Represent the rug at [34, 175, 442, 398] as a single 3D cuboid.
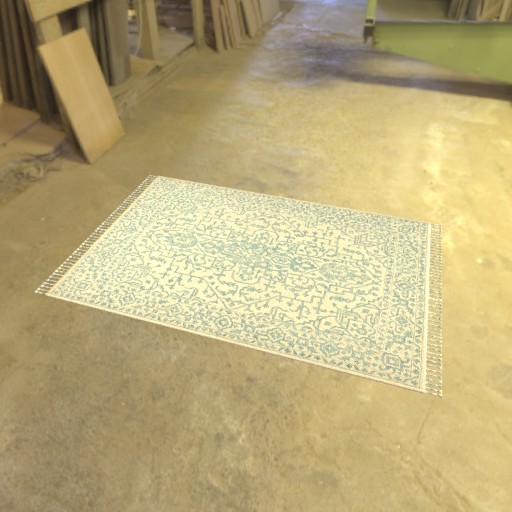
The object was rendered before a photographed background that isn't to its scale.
[{"bbox_3d":[0.000,0.000,3.052,2.438,0.010,1.524,12,42,13],"label":"rug"}]
